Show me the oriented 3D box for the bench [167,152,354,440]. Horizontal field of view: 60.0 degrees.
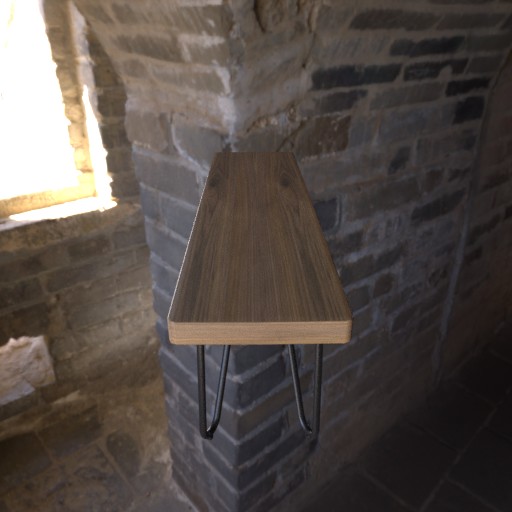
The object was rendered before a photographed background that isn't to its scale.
[{"bbox_3d":[0.000,0.000,1.787,0.425,0.462,1.570,0,27,-1],"label":"bench"}]
